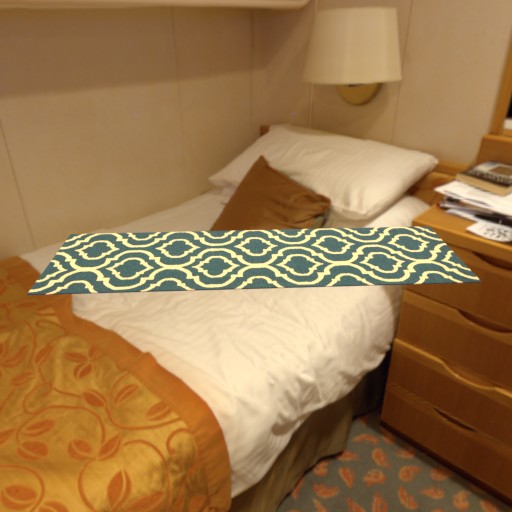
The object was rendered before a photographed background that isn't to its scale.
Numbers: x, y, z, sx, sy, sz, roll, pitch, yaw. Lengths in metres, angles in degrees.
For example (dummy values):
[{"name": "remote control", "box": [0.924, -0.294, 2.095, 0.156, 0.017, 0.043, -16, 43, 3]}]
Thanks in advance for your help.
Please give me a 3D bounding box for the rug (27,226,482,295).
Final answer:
[{"name": "rug", "box": [0.000, 0.000, 2.536, 2.296, 0.006, 0.685, -1, 29, -3]}]
